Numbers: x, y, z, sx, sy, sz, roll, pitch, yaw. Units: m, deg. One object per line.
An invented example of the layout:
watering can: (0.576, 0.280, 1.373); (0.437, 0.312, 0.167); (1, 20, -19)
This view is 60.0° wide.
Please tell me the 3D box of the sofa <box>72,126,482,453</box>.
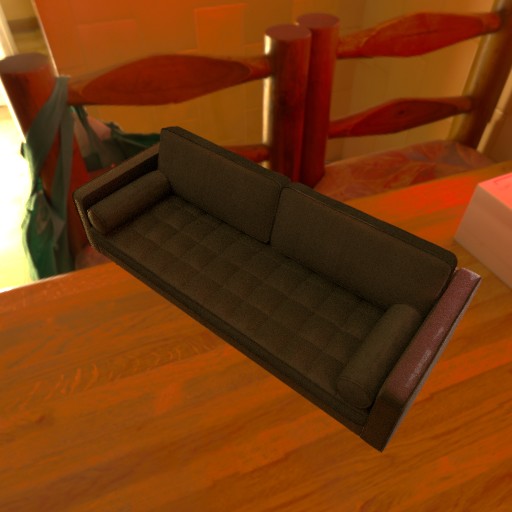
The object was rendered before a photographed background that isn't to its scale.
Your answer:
sofa: (0.000, 0.000, 2.572); (2.199, 0.769, 0.918); (30, 53, 26)
